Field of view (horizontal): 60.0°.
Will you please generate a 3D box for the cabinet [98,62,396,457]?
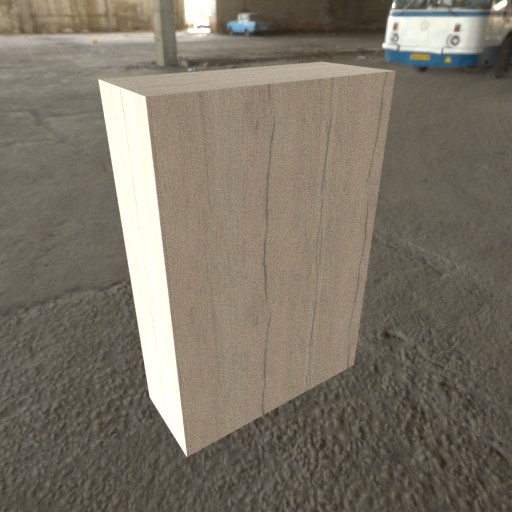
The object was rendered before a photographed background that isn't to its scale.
[{"bbox_3d":[0.000,0.000,2.716,1.400,2.070,0.580,-18,34,-30],"label":"cabinet"}]
